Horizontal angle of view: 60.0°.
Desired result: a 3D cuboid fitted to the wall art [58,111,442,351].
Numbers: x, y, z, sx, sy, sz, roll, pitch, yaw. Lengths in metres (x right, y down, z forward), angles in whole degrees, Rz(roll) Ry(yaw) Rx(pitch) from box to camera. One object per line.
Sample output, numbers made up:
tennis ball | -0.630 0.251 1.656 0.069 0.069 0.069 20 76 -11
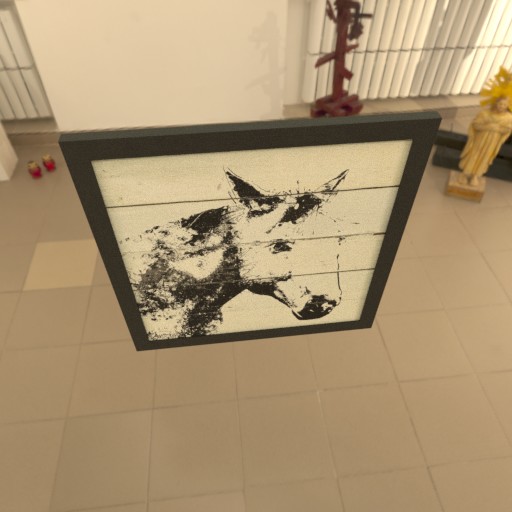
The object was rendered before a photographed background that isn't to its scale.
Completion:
wall art | 0.000 0.000 1.549 1.016 1.016 0.038 -5 47 -4
